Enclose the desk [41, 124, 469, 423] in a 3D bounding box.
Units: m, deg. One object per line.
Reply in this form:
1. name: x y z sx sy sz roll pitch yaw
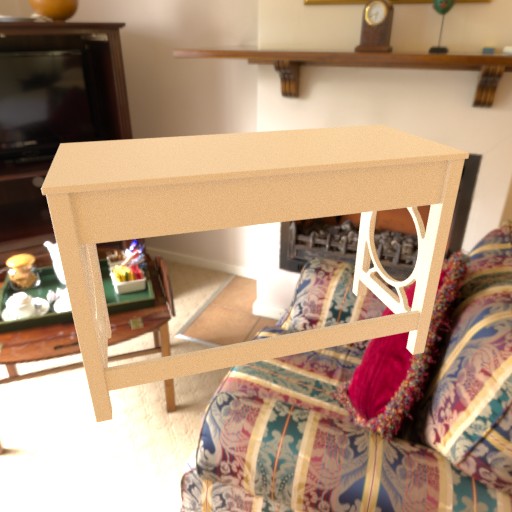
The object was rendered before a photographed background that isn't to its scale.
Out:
1. desk: 0.000 0.000 1.565 1.191 0.762 0.504 -8 27 -15
